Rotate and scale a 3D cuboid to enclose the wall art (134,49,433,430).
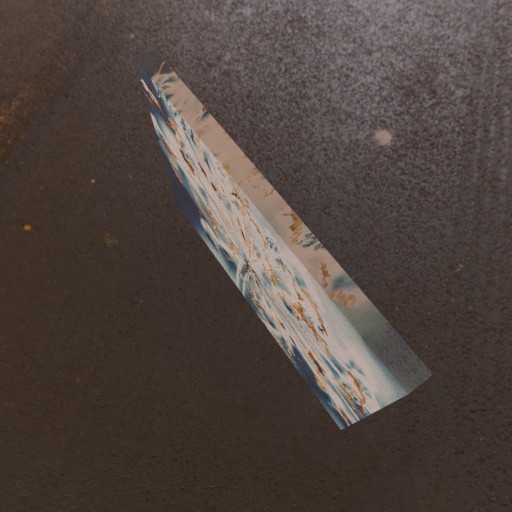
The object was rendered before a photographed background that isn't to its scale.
[{"bbox_3d":[0.000,0.000,0.757,0.036,0.405,0.607,-32,68,-15],"label":"wall art"}]
